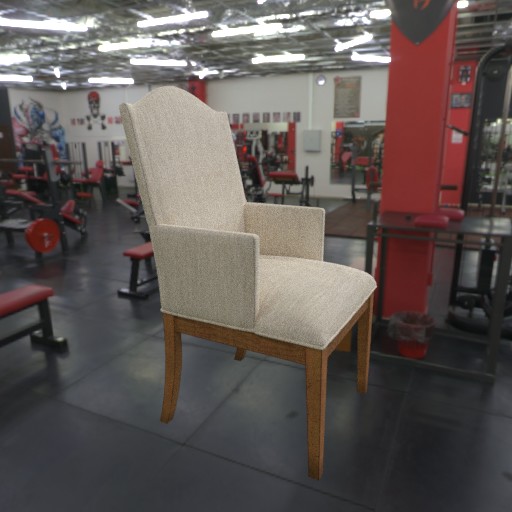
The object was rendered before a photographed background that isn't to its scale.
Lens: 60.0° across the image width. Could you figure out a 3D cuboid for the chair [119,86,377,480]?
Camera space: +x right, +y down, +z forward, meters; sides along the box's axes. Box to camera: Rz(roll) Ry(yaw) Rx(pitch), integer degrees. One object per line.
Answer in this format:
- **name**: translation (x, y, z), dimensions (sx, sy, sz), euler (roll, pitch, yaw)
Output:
- **chair**: translation (0.000, 0.000, 1.371), dimensions (0.641, 1.016, 0.533), euler (8, 17, 27)
